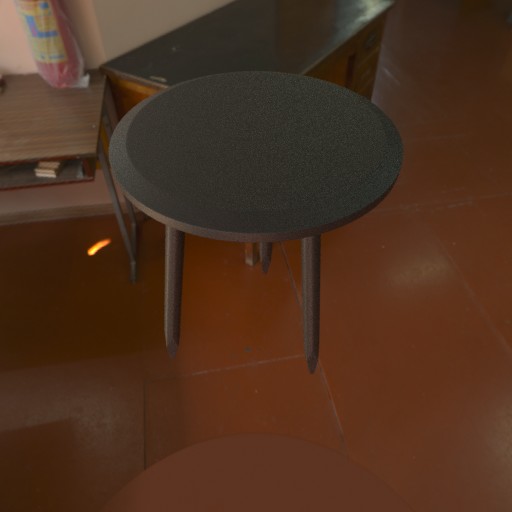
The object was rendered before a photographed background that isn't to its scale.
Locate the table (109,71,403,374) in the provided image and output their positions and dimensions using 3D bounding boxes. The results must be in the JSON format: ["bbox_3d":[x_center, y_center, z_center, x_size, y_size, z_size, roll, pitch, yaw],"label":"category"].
[{"bbox_3d":[0.000,0.000,0.911,0.457,0.585,0.457,0,47,0],"label":"table"}]
